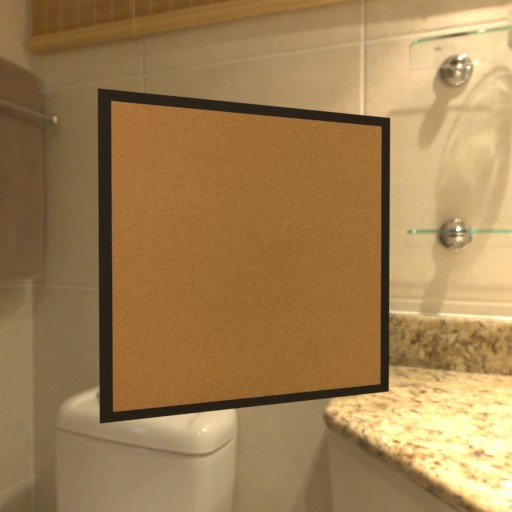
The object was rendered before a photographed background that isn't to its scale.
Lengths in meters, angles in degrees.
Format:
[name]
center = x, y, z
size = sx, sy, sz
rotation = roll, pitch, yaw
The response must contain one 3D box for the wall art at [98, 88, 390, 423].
[wall art]
center = 0.000, 0.000, 0.761
size = 0.508, 0.507, 0.033
rotation = 0, 1, -17
